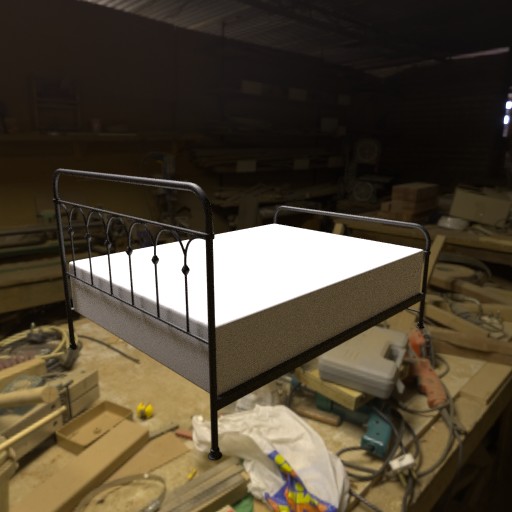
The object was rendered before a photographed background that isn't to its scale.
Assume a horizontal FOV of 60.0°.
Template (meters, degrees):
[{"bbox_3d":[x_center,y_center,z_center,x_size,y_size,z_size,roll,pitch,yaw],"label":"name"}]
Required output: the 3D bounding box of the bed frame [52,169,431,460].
[{"bbox_3d":[0.000,0.000,3.221,2.203,1.276,1.664,-14,20,-43],"label":"bed frame"}]
